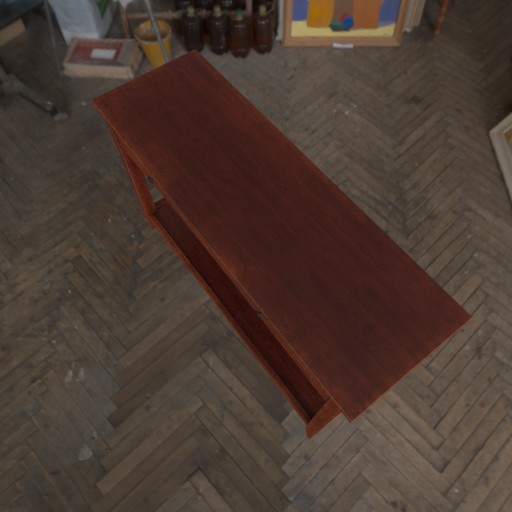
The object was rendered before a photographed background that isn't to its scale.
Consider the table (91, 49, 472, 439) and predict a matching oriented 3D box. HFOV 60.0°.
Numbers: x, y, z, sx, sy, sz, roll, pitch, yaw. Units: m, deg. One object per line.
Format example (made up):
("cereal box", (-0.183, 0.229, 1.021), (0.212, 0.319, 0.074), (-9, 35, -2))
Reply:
("table", (0.000, 0.000, 1.541), (0.392, 0.739, 1.188), (-34, 68, -16))
